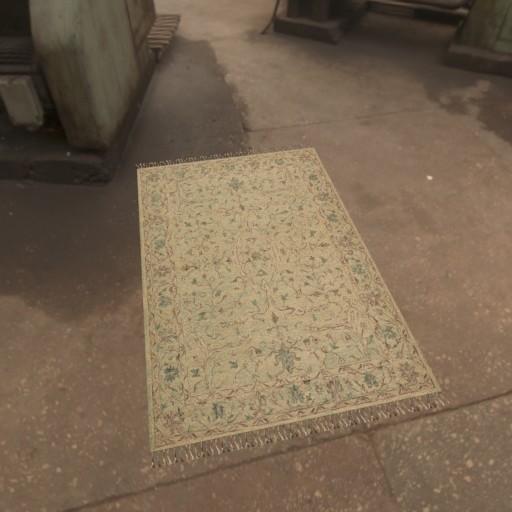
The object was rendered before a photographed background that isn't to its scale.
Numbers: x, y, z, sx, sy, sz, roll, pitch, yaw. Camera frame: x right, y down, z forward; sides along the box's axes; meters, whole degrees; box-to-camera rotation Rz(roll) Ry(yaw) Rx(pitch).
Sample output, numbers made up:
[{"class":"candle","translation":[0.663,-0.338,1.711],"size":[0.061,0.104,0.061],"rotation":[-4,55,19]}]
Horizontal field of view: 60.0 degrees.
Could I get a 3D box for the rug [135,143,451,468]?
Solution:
[{"class":"rug","translation":[0.000,0.000,2.970],"size":[1.544,0.010,2.435],"rotation":[-9,48,-8]}]
